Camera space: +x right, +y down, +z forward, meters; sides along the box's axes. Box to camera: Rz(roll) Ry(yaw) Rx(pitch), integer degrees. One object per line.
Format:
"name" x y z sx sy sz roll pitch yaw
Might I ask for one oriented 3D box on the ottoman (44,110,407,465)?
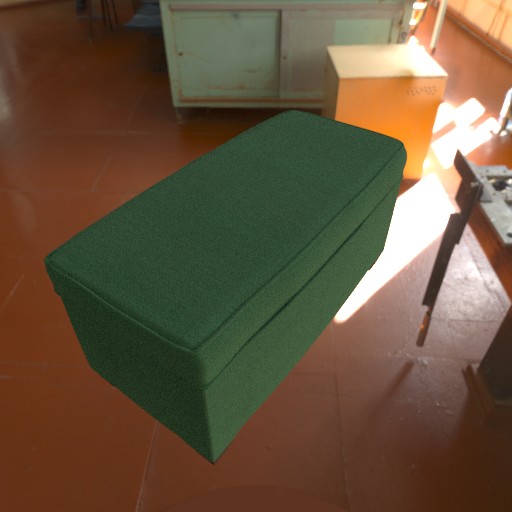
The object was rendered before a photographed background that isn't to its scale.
"ottoman" 0.000 0.000 1.249 0.483 0.471 0.957 26 47 27
